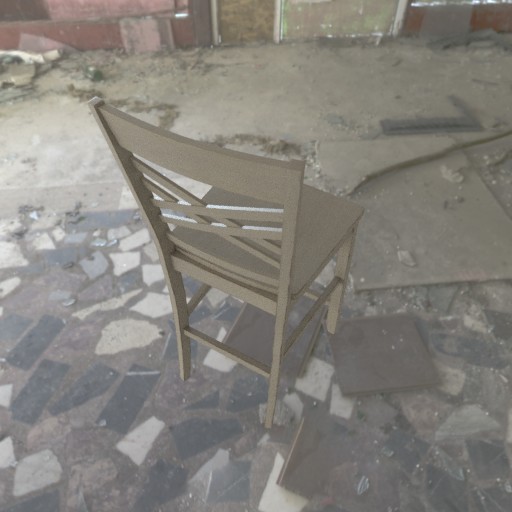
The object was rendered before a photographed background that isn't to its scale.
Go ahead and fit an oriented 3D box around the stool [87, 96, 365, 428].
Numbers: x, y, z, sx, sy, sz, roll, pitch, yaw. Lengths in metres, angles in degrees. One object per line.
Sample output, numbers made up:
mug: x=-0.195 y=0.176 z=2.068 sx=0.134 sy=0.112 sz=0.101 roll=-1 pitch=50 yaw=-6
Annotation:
stool: x=0.000 y=0.000 z=1.315 sx=0.462 sy=1.079 sz=0.539 roll=23 pitch=50 yaw=21
